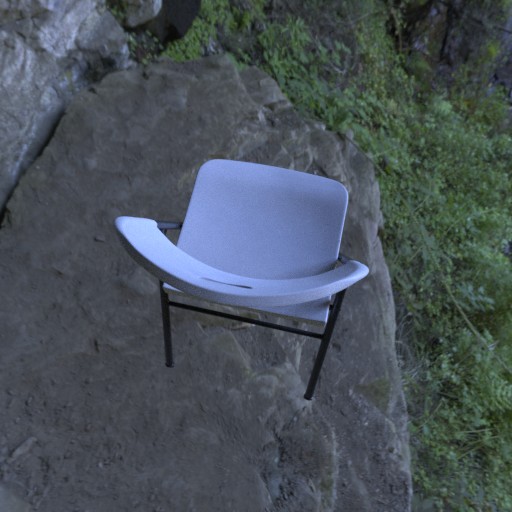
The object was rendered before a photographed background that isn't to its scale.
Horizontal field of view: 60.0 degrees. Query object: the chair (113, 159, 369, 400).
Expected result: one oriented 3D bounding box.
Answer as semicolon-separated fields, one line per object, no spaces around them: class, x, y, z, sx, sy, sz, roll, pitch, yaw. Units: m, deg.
chair;0.000;0.000;1.190;0.494;0.810;0.566;12;65;6
